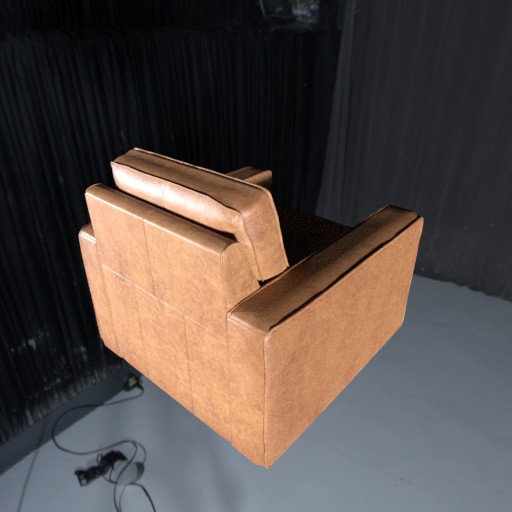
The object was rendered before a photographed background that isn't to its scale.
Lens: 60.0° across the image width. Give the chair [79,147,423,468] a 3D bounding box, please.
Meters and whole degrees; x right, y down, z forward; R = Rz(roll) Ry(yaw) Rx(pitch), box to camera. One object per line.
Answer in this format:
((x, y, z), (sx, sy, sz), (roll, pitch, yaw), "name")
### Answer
((0.000, 0.000, 1.772), (0.987, 0.901, 1.027), (21, 36, 32), "chair")
